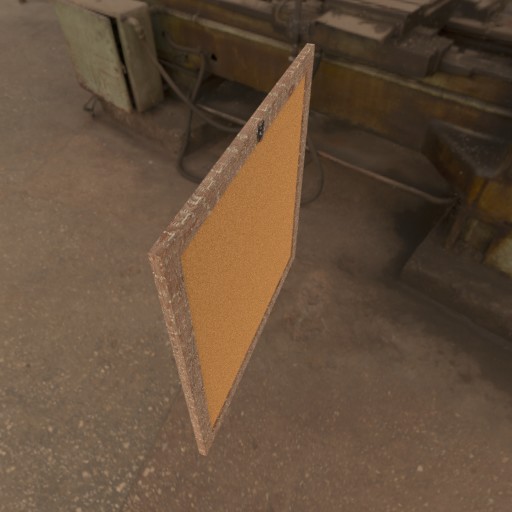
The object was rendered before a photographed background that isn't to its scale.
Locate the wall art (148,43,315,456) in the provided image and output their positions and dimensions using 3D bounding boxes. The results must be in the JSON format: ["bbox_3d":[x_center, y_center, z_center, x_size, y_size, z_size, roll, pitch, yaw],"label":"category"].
[{"bbox_3d":[0.000,0.000,0.566,0.012,0.384,0.384,16,49,14],"label":"wall art"}]
